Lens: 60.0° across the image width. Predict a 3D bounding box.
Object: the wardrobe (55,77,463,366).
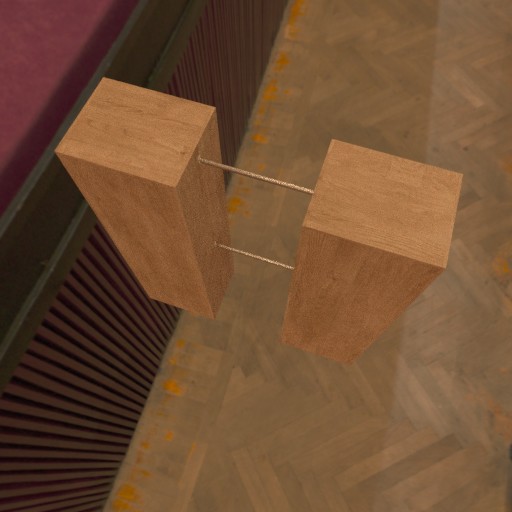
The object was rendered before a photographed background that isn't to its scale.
[{"bbox_3d":[0.000,0.000,2.892,1.770,2.000,0.480,17,66,8],"label":"wardrobe"}]
